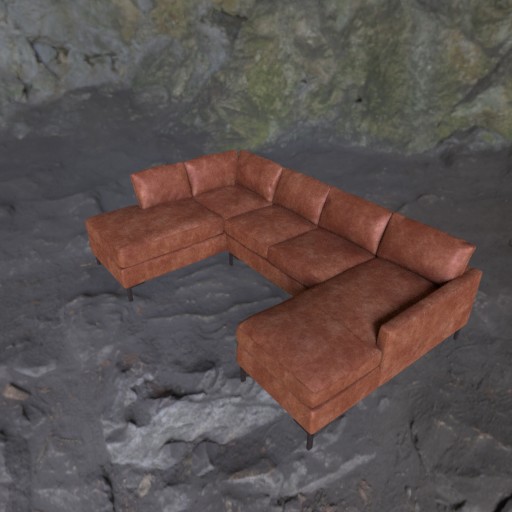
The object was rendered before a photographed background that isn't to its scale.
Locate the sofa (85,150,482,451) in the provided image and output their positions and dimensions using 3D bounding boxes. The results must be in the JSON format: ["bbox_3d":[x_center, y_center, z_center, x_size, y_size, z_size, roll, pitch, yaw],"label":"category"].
[{"bbox_3d":[0.000,0.000,3.819,1.939,0.900,2.956,-22,37,-32],"label":"sofa"}]
